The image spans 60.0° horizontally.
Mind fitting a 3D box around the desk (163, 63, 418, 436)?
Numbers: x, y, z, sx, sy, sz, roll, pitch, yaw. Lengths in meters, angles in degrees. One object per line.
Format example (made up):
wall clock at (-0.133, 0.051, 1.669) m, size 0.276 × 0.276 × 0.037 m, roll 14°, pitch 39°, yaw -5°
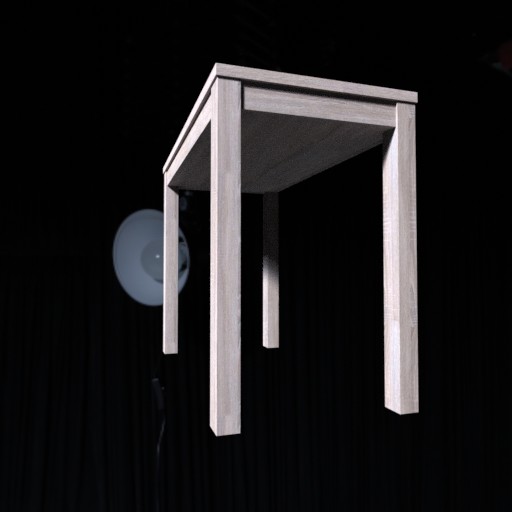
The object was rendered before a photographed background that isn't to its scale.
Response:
desk at (0.000, 0.000, 1.448) m, size 0.495 × 0.762 × 0.991 m, roll 1°, pitch -2°, yaw -18°
